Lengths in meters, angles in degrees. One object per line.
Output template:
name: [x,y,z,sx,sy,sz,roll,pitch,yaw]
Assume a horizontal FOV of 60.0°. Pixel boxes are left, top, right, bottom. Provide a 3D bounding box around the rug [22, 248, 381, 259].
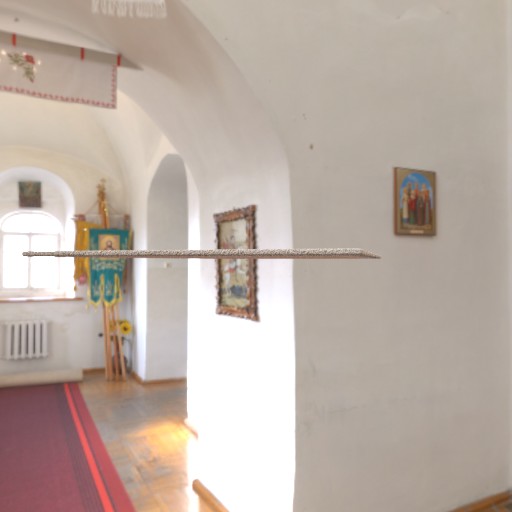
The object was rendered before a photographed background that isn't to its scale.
rug: [0.000,0.000,3.400,1.778,0.030,2.743,0,-1,17]
